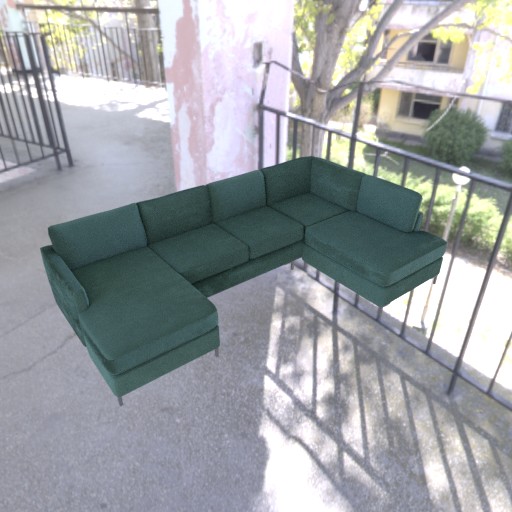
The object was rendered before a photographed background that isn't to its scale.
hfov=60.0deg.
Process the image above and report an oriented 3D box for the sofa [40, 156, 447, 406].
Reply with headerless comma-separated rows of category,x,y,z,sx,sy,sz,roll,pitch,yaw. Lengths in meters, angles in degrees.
sofa,0.000,0.000,4.339,3.434,0.992,2.055,-22,37,-32
